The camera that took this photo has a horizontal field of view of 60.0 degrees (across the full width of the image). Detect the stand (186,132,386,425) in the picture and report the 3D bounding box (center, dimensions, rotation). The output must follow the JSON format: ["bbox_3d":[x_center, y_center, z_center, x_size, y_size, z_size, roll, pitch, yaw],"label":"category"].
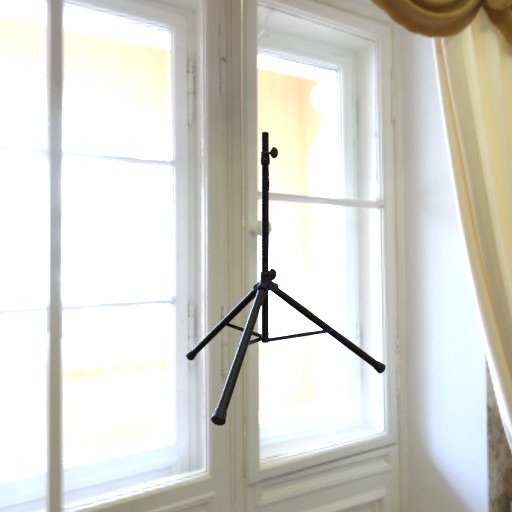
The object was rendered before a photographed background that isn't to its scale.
[{"bbox_3d":[0.000,0.000,1.891,1.045,1.136,0.907,0,0,17],"label":"stand"}]
